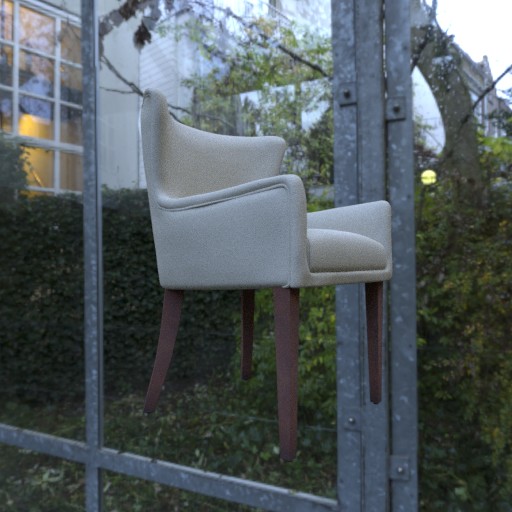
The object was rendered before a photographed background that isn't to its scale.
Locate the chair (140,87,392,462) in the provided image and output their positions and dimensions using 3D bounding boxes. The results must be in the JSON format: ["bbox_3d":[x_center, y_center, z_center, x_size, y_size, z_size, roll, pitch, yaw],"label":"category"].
[{"bbox_3d":[0.000,0.000,1.405,0.686,0.952,0.660,-1,-1,37],"label":"chair"}]
